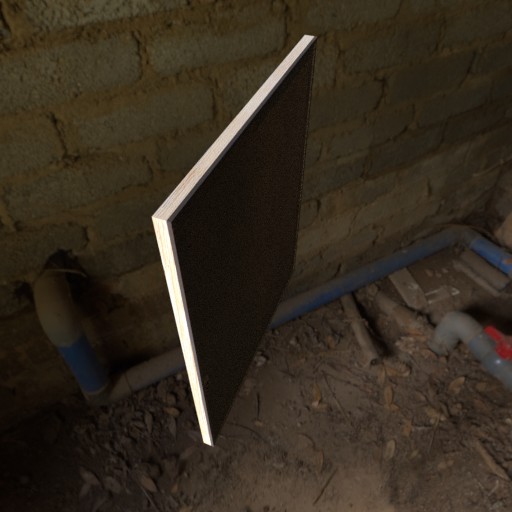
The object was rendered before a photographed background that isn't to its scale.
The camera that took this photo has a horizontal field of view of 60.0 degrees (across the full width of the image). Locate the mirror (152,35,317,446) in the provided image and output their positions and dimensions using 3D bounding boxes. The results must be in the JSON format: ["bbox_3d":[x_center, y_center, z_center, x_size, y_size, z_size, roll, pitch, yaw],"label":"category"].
[{"bbox_3d":[0.000,0.000,1.196,0.032,0.882,0.730,17,49,15],"label":"mirror"}]
